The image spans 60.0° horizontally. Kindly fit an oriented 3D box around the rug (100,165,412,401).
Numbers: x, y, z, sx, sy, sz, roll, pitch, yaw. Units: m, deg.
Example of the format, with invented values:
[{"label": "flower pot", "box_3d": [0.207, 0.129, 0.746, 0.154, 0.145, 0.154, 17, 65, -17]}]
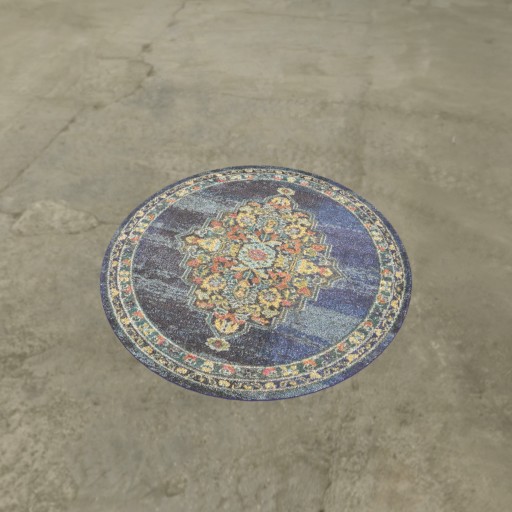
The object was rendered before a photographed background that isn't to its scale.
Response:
[{"label": "rug", "box_3d": [0.000, 0.000, 3.484, 2.386, 0.014, 2.386, 0, 47, 0]}]
